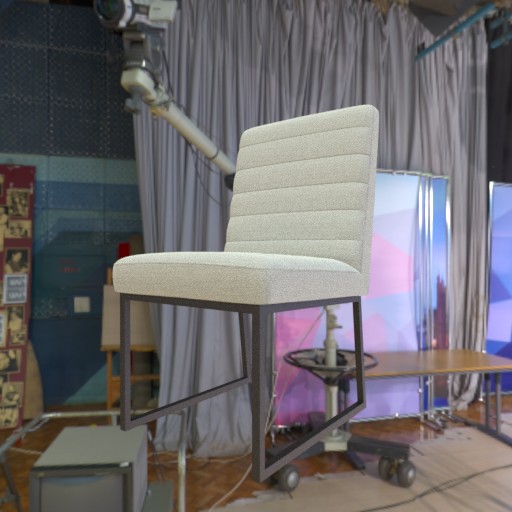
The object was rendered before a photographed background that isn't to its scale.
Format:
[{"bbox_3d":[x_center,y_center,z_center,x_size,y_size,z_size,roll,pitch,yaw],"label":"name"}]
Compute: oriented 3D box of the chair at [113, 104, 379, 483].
[{"bbox_3d":[0.000,0.000,1.285,0.520,0.930,0.634,0,1,37],"label":"chair"}]
